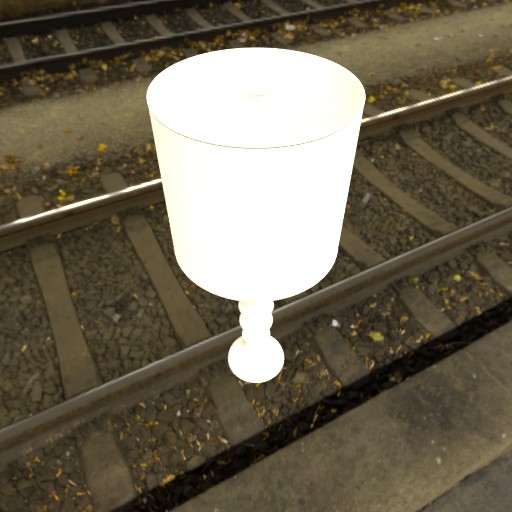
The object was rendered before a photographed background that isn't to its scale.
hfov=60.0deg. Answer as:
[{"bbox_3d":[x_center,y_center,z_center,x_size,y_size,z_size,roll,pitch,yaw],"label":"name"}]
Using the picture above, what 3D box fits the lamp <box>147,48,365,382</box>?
[{"bbox_3d":[0.000,0.000,0.711,0.250,0.597,0.250,31,53,27],"label":"lamp"}]
